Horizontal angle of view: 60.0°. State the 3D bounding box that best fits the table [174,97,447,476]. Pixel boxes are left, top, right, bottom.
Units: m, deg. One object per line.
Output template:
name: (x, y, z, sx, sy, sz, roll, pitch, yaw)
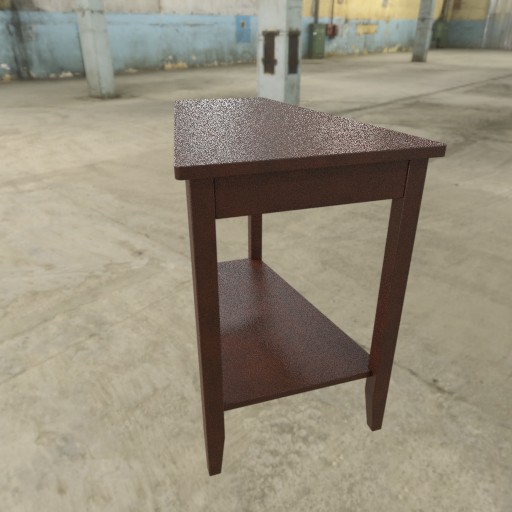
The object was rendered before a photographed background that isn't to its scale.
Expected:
table: (0.000, 0.000, 0.980, 0.399, 0.589, 0.605, -8, 28, -16)
